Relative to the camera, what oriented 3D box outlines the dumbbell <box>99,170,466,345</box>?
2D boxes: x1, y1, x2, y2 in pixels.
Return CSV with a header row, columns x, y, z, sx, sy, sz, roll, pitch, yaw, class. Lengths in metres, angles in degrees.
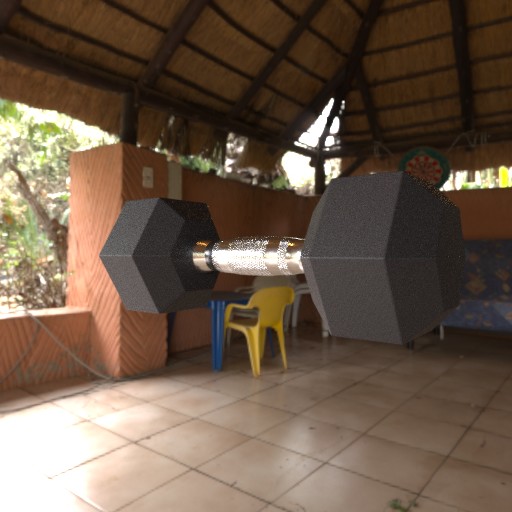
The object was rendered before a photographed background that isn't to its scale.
x,y,z,sx,sy,sz,roll,pitch,yaw,class
0.000,0.000,0.357,0.297,0.101,0.116,0,1,37,dumbbell
